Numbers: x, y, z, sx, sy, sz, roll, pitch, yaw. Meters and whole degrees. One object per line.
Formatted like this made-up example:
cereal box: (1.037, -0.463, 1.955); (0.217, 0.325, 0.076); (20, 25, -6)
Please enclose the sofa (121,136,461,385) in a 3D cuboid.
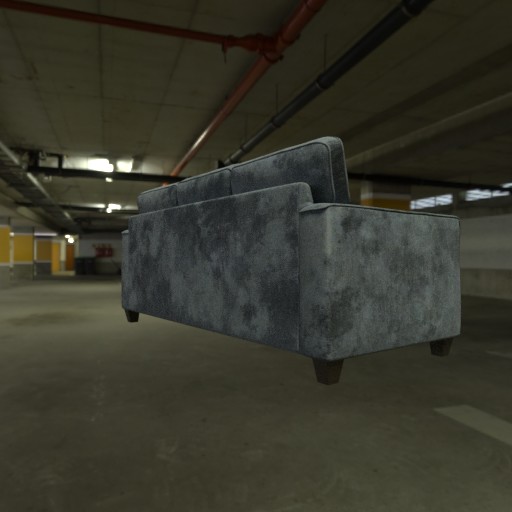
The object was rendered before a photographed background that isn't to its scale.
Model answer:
sofa: (0.000, 0.000, 2.703); (0.939, 0.965, 2.133); (0, 0, -37)
